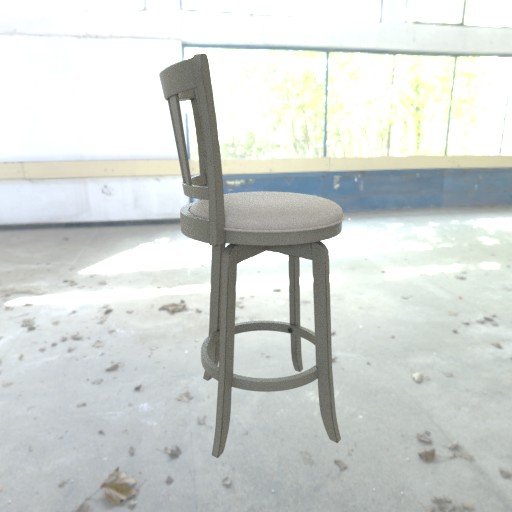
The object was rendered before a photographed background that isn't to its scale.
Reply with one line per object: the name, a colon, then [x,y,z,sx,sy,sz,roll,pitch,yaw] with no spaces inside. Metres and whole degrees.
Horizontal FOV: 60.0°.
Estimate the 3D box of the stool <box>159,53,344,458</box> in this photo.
stool: [0.000,0.000,1.268,0.486,0.994,0.450,-3,16,-10]
